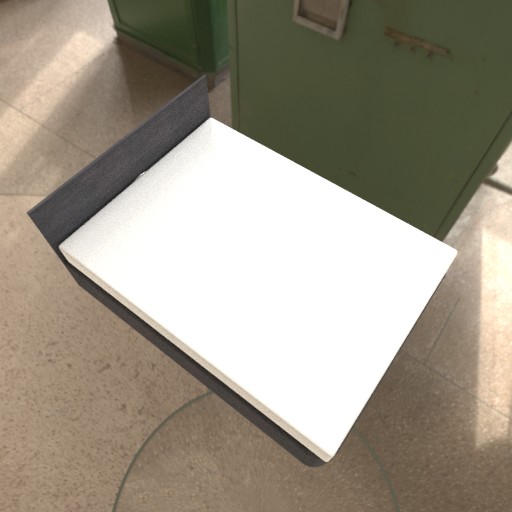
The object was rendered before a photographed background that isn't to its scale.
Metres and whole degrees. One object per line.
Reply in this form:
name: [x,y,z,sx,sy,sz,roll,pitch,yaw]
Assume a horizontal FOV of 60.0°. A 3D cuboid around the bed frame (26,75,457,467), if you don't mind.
bed frame: [0.000,0.000,2.609,1.900,0.800,1.400,33,64,19]
